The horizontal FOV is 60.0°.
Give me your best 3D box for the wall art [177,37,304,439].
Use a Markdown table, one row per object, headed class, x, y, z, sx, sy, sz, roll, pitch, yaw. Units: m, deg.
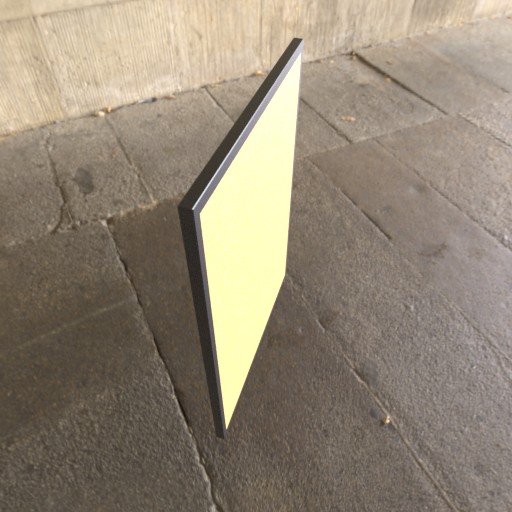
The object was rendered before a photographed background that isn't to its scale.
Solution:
| class | x | y | z | sx | sy | sz | roll | pitch | yaw |
| --- | --- | --- | --- | --- | --- | --- | --- | --- | --- |
| wall art | 0.000 | 0.000 | 1.384 | 0.030 | 1.027 | 0.774 | 14 | 48 | 12 |
